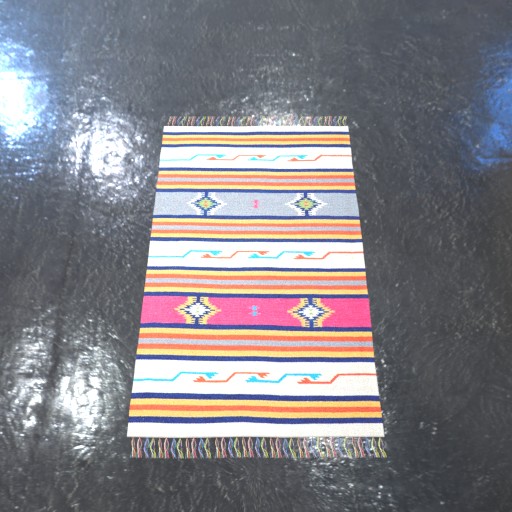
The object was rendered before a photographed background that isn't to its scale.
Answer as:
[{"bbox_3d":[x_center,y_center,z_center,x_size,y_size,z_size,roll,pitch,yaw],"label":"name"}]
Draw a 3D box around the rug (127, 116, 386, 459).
[{"bbox_3d":[0.000,0.000,2.222,1.084,0.013,1.849,0,64,0],"label":"rug"}]
